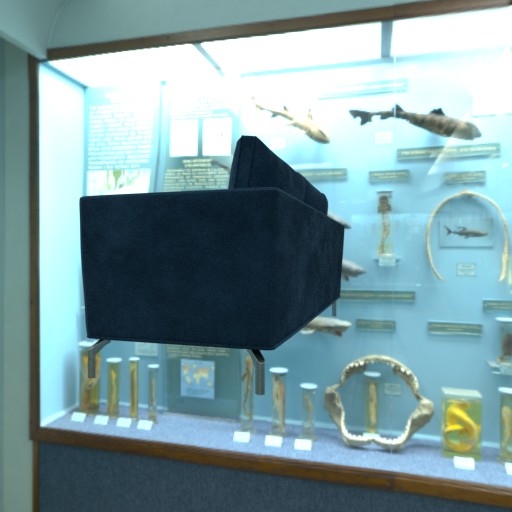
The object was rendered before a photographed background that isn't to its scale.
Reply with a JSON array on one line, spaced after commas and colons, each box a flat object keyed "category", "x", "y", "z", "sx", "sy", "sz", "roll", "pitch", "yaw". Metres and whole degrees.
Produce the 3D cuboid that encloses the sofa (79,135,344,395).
[{"category": "sofa", "x": 0.000, "y": 0.000, "z": 2.729, "sx": 0.853, "sy": 0.998, "sz": 2.212, "roll": 0, "pitch": 0, "yaw": 17}]
